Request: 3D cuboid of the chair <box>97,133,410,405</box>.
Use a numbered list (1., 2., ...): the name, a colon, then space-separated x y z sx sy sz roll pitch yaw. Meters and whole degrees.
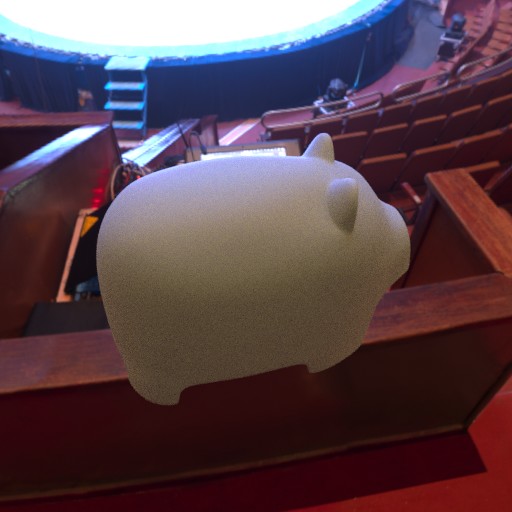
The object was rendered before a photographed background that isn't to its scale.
1. chair: 0.000 0.000 0.876 0.619 0.423 0.364 -9 48 -8
